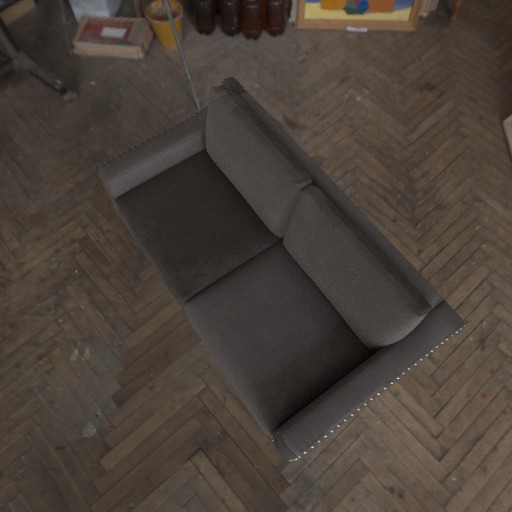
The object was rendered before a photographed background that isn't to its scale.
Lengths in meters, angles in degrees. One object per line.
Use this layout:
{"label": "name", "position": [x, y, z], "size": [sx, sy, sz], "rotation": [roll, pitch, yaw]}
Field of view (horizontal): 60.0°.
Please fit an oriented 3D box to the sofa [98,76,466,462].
{"label": "sofa", "position": [0.000, 0.000, 3.308], "size": [1.336, 1.196, 2.550], "rotation": [-33, 69, -14]}
